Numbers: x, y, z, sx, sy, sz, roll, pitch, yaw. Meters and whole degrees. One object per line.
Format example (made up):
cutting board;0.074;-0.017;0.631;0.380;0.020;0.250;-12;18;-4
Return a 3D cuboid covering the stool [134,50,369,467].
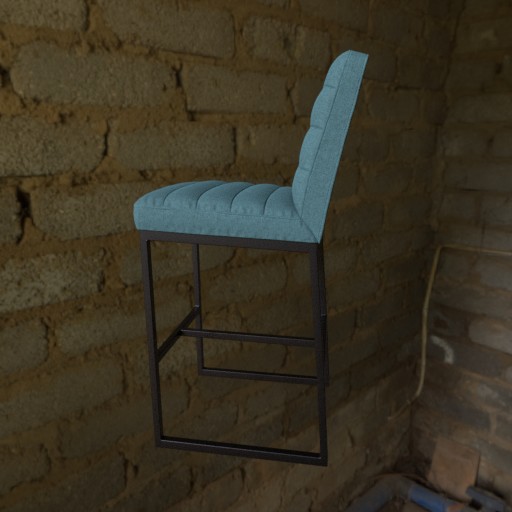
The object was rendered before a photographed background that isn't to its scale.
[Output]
stool;0.000;0.000;1.310;0.560;1.040;0.460;2;14;9
